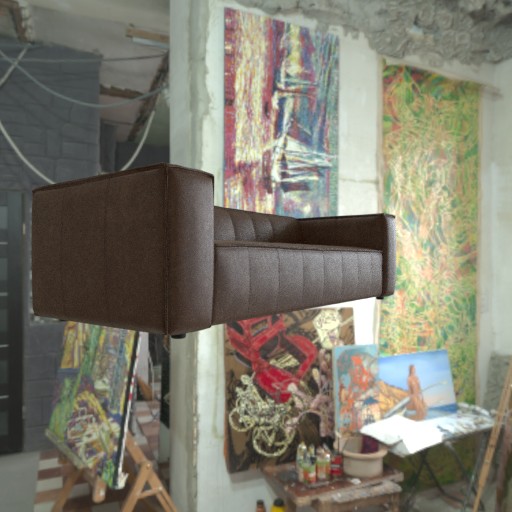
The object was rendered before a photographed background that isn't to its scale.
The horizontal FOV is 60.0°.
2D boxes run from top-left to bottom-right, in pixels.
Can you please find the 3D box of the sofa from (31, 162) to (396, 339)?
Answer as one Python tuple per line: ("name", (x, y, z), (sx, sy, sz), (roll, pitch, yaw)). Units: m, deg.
("sofa", (0.000, 0.000, 2.997), (1.102, 0.701, 2.581), (0, -1, 37))
